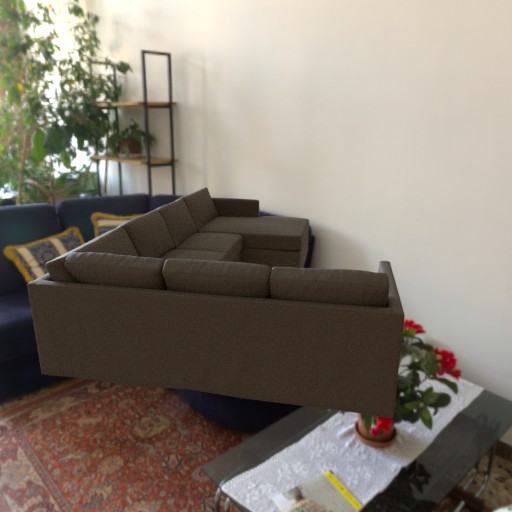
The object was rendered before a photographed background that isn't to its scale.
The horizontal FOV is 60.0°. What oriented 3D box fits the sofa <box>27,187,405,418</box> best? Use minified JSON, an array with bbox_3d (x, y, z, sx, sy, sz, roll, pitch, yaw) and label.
[{"bbox_3d":[0.000,0.000,4.394,2.427,0.882,3.460,3,18,11],"label":"sofa"}]
